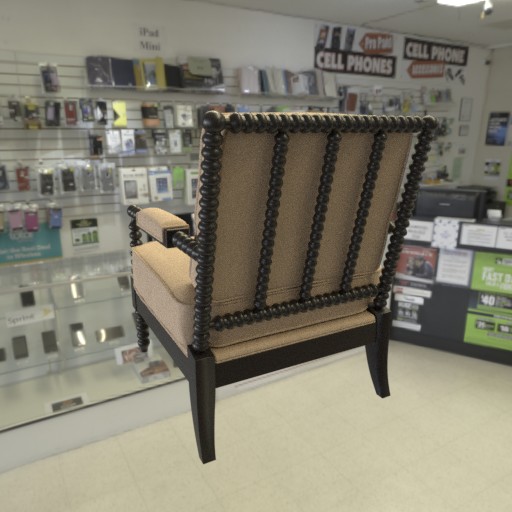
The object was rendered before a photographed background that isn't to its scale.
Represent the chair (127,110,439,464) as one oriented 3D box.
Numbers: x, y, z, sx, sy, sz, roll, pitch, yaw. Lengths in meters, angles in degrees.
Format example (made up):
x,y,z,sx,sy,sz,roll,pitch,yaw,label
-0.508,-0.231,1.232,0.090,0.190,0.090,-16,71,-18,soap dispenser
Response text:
x,y,z,sx,sy,sz,roll,pitch,yaw,label
0.000,0.000,1.163,0.555,0.703,0.657,-8,18,-27,chair
